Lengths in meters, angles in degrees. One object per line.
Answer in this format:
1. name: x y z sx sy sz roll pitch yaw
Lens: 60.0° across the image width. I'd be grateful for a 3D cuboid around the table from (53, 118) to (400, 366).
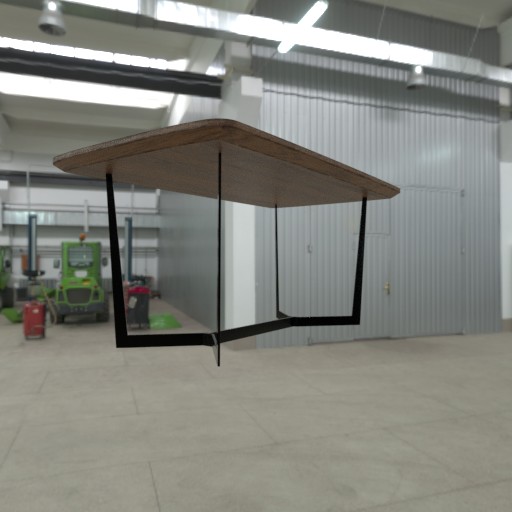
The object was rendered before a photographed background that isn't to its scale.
1. table: 0.000 0.000 2.152 0.949 0.765 1.643 0 -1 36
